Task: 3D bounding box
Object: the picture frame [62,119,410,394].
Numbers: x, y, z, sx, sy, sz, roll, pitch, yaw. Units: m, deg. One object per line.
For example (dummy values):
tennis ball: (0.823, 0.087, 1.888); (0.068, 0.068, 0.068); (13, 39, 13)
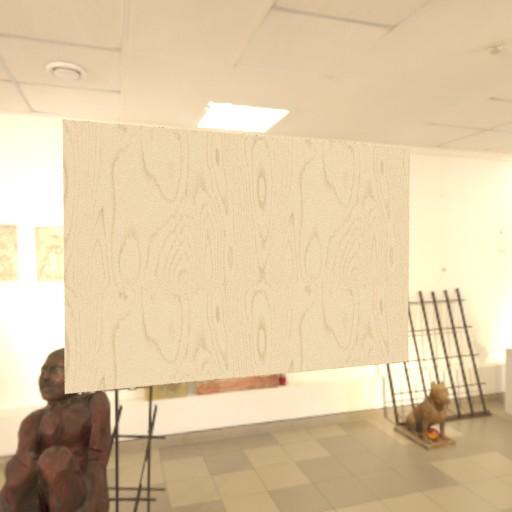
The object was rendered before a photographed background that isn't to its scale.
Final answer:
picture frame: (0.000, 0.000, 1.192); (0.950, 0.640, 0.029); (0, 1, -18)
